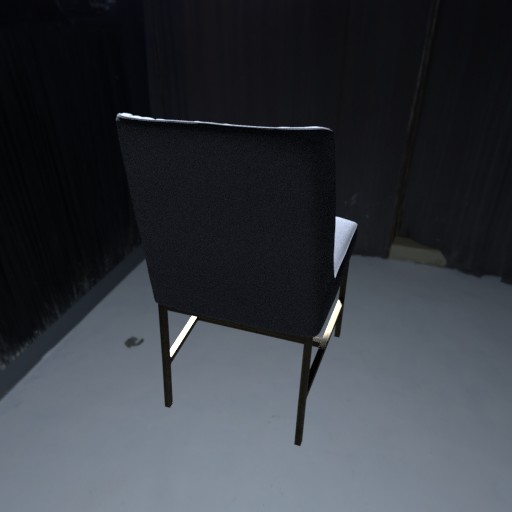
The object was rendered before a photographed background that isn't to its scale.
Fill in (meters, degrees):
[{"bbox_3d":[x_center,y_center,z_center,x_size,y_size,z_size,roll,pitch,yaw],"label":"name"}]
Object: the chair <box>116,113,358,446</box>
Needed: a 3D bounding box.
[{"bbox_3d":[0.000,0.000,1.271,0.508,0.889,0.587,10,32,16],"label":"chair"}]
